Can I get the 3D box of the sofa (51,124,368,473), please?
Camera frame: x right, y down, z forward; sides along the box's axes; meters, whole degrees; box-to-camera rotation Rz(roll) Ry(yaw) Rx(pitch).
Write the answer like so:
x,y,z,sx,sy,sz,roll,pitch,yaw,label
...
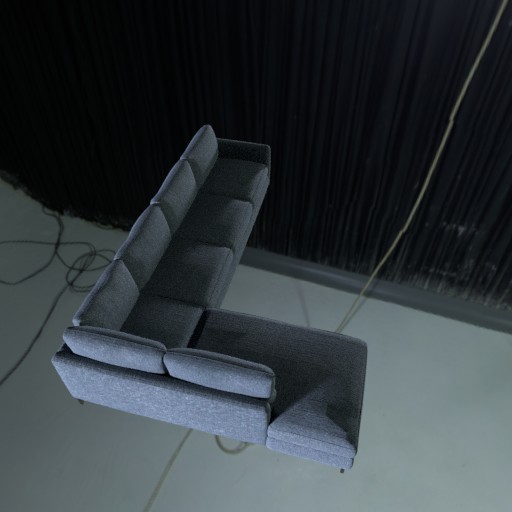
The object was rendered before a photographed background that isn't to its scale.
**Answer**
x,y,z,sx,sy,sz,roll,pitch,yaw,label
0.000,0.000,3.797,2.007,0.815,2.949,10,46,10,sofa
